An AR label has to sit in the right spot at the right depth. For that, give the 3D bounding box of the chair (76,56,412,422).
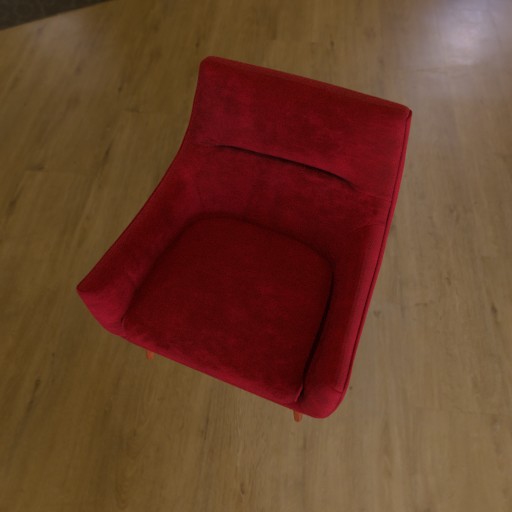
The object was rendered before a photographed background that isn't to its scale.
[{"bbox_3d":[0.000,0.000,1.416,0.762,0.838,0.787,19,60,11],"label":"chair"}]
